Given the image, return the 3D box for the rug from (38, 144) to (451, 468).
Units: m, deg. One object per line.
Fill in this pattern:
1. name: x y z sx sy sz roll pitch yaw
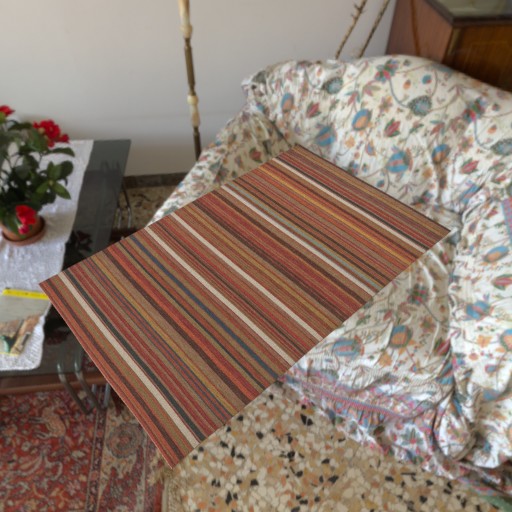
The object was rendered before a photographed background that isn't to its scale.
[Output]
1. rug: 0.000 0.000 3.038 2.438 0.008 1.523 -33 55 -27
